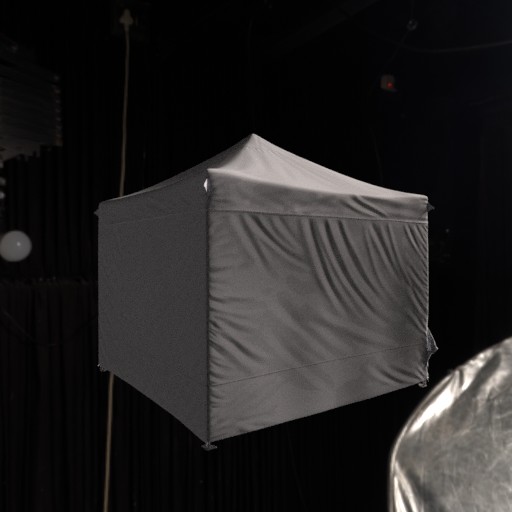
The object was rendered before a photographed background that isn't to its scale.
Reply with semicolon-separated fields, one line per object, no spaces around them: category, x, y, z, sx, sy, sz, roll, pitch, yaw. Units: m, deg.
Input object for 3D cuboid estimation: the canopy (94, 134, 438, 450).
canopy;0.000;0.000;5.509;3.121;2.997;3.043;0;1;-35
